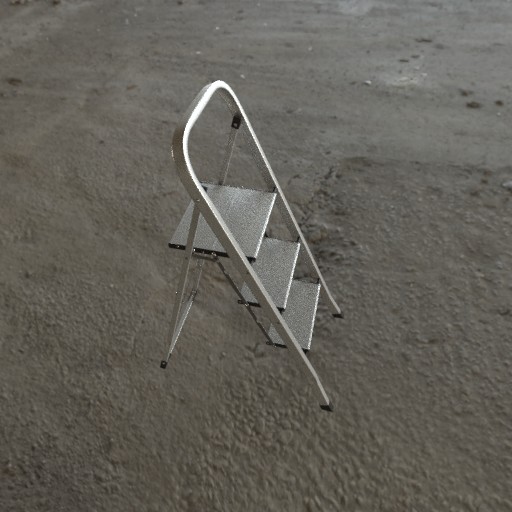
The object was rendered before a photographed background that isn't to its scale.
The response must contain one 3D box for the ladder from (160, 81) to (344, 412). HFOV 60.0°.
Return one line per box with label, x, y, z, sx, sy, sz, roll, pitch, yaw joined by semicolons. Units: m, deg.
ladder;0.000;0.000;1.494;0.704;1.070;0.465;10;47;9
